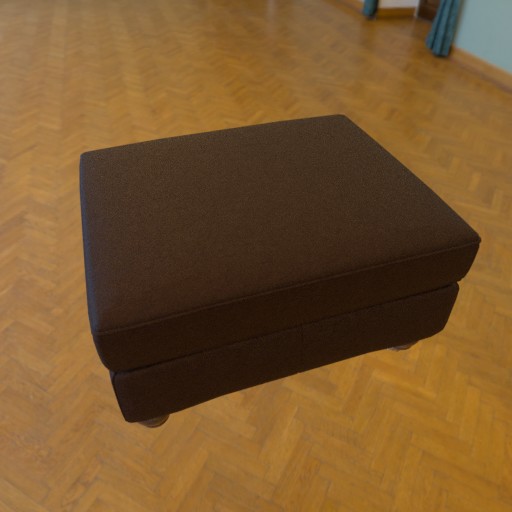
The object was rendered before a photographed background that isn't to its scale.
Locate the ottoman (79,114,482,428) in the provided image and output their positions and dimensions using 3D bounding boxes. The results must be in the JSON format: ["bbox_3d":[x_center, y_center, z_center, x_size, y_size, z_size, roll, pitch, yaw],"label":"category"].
[{"bbox_3d":[0.000,0.000,1.763,1.187,0.730,0.967,-12,43,-14],"label":"ottoman"}]
